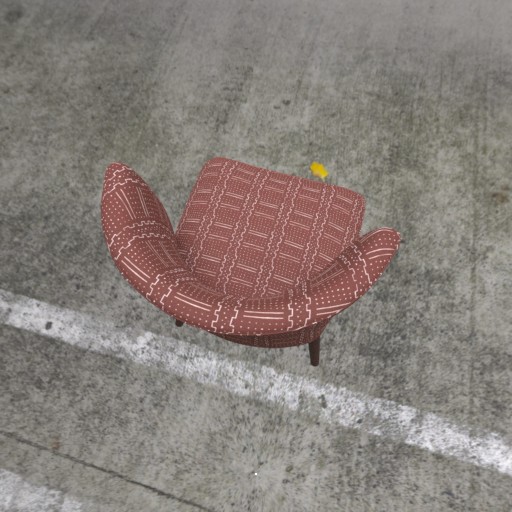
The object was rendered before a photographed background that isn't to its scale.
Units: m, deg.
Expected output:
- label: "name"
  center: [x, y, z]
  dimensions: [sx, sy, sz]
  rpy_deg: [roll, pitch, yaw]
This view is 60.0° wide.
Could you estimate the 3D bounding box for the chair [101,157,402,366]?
- label: "chair"
  center: [0.000, 0.000, 1.400]
  dimensions: [0.706, 0.866, 0.758]
  rpy_deg: [15, 65, 7]
